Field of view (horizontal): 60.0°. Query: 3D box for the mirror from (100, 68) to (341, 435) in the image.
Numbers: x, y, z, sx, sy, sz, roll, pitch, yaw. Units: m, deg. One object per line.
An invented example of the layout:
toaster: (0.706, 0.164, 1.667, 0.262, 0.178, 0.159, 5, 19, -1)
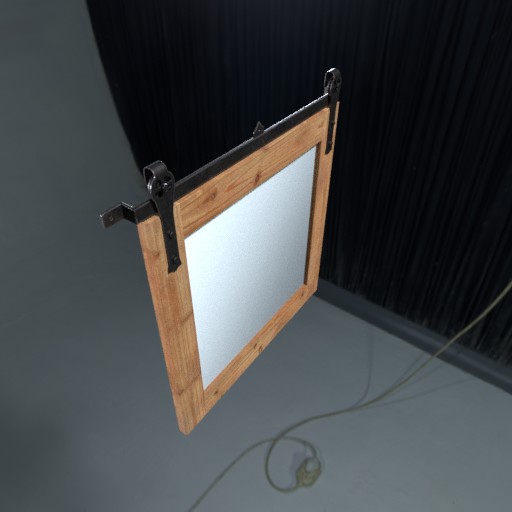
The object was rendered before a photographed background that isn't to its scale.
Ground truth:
mirror: (0.000, 0.000, 1.185, 0.054, 0.800, 0.805, 24, 45, 27)
